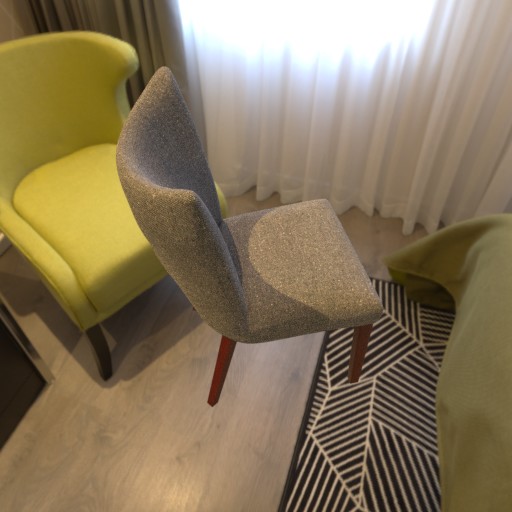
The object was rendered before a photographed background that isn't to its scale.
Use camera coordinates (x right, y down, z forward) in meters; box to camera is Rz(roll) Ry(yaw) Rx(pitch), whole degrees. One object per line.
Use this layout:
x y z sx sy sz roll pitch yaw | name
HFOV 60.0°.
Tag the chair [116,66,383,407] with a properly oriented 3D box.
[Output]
0.000 0.000 1.289 0.623 0.924 0.535 -9 48 -9 | chair
